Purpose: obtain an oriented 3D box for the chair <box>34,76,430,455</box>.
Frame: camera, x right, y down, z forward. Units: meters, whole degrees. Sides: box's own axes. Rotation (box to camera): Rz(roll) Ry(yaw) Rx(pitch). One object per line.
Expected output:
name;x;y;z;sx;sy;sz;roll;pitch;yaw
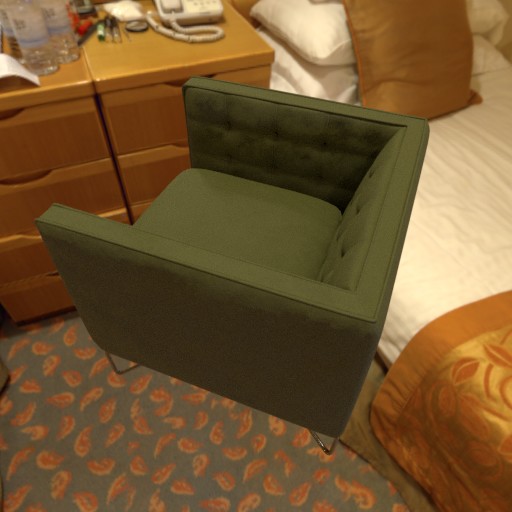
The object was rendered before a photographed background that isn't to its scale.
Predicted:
chair;0.000;0.000;1.538;0.894;0.790;0.880;16;49;15
